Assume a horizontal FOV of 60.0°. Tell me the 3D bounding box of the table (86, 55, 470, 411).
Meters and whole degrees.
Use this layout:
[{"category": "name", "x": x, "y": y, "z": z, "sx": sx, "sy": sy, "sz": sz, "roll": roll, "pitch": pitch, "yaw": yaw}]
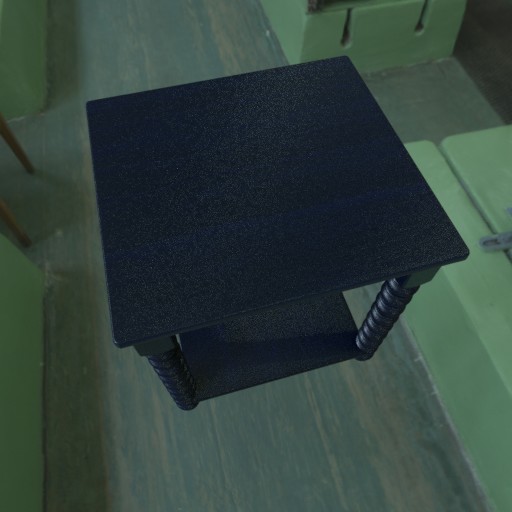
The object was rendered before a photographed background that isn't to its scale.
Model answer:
[{"category": "table", "x": 0.000, "y": 0.000, "z": 0.988, "sx": 0.533, "sy": 0.567, "sz": 0.500, "roll": -13, "pitch": 60, "yaw": -8}]
